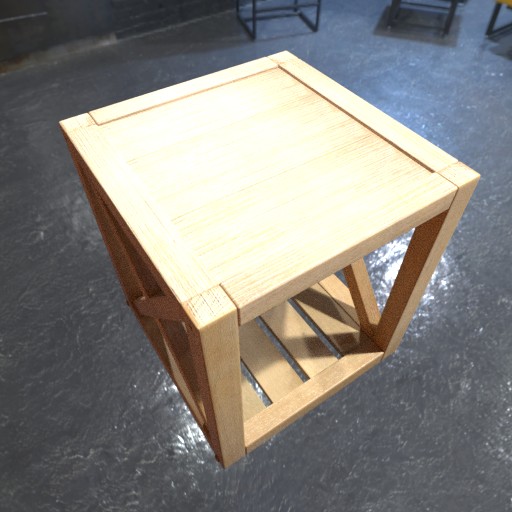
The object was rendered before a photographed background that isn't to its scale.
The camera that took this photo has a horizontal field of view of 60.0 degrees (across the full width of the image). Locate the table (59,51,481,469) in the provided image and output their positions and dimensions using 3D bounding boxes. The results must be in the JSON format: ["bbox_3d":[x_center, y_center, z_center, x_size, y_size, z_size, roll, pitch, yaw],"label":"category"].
[{"bbox_3d":[0.000,0.000,1.032,0.558,0.610,0.559,-27,54,-21],"label":"table"}]
